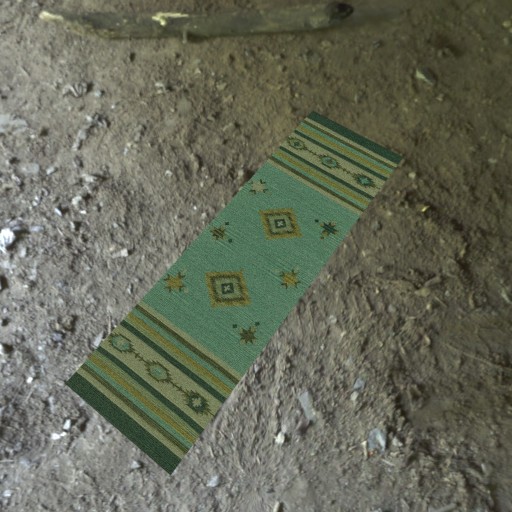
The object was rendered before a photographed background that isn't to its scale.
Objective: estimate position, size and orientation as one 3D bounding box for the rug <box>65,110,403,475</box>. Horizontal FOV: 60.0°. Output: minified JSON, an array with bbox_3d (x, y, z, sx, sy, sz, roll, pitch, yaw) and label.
[{"bbox_3d":[0.000,0.000,2.718,0.744,0.010,2.441,33,67,16],"label":"rug"}]
